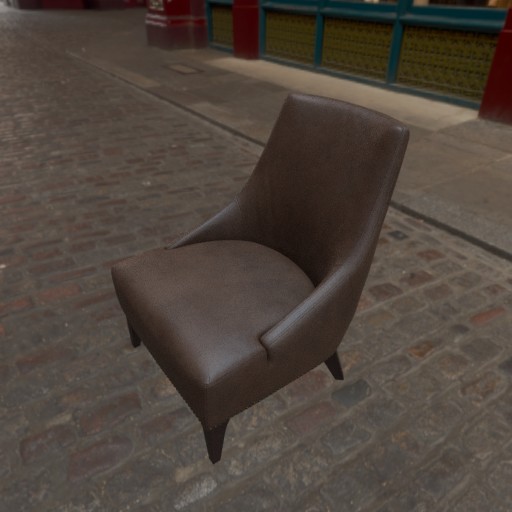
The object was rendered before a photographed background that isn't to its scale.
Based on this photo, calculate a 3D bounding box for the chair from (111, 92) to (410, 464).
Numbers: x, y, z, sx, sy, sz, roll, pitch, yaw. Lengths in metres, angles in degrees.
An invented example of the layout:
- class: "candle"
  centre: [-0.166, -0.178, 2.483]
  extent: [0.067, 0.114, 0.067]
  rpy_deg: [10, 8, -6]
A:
- class: "chair"
  centre: [0.000, 0.000, 1.537]
  extent: [0.861, 0.909, 0.701]
  rpy_deg: [-22, 39, -29]
